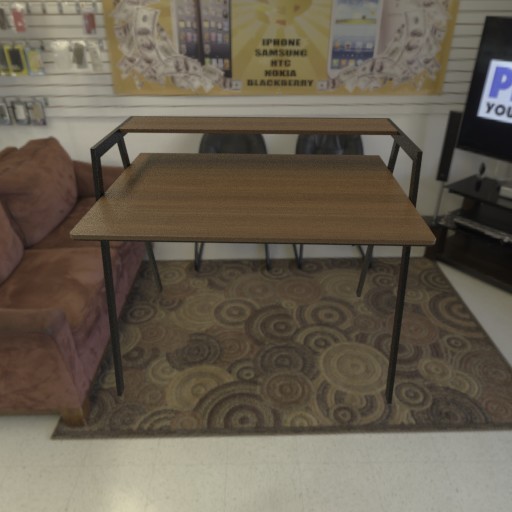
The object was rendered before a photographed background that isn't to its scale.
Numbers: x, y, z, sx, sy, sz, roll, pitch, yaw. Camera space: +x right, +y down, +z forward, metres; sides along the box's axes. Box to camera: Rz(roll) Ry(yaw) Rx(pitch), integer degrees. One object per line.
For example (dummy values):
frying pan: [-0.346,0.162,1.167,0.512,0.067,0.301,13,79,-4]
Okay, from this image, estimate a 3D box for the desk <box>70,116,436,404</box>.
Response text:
desk: [0.000,0.000,1.890,1.143,0.998,0.936,1,30,2]
